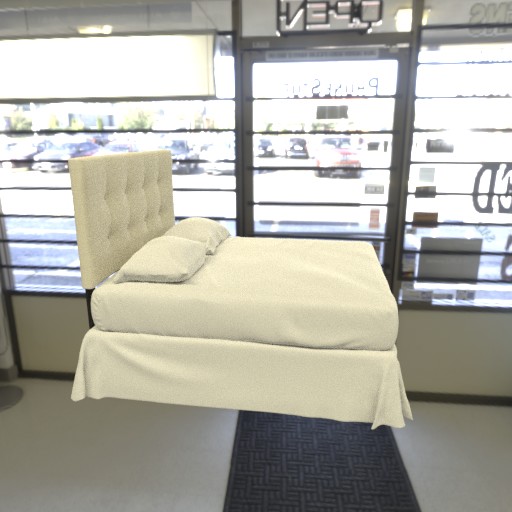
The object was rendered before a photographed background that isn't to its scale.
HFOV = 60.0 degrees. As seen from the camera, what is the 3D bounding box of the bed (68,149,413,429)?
[{"bbox_3d":[0.000,0.000,3.488,2.222,1.577,1.936,2,16,9],"label":"bed"}]
